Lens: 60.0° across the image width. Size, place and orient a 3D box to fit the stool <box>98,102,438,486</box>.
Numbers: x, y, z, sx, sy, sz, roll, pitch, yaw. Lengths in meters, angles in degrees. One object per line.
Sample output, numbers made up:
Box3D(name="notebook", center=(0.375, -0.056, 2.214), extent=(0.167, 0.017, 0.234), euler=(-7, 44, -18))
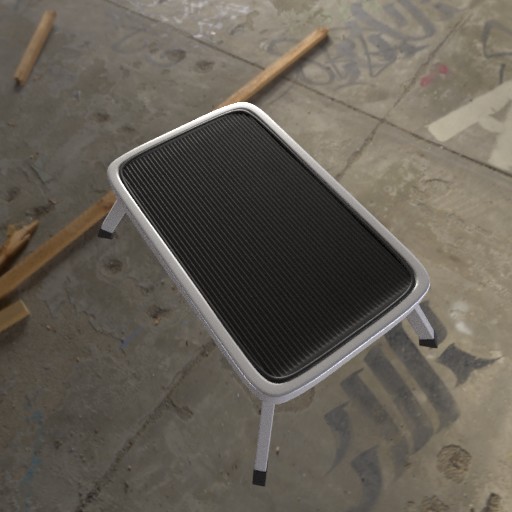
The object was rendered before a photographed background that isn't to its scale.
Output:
Box3D(name="stool", center=(0.000, 0.000, 0.605), extent=(0.320, 0.170, 0.460), euler=(-31, 64, -17))
